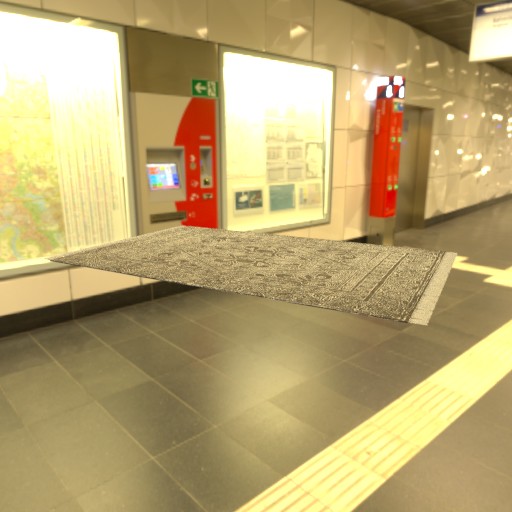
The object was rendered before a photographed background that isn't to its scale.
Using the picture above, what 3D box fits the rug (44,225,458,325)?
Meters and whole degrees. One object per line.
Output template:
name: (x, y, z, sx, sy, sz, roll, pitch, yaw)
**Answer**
rug: (0.000, 0.000, 3.061, 2.440, 0.010, 1.529, 7, 15, 27)
